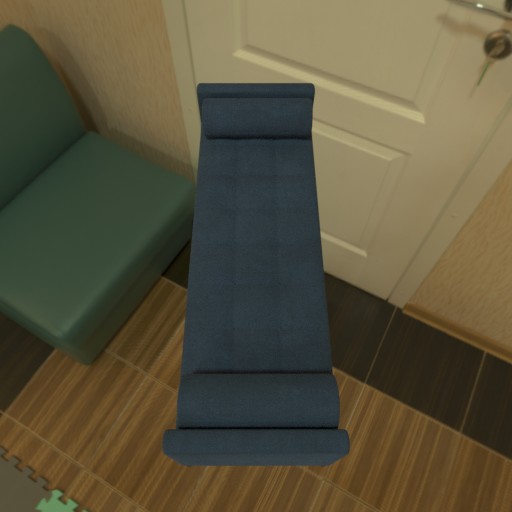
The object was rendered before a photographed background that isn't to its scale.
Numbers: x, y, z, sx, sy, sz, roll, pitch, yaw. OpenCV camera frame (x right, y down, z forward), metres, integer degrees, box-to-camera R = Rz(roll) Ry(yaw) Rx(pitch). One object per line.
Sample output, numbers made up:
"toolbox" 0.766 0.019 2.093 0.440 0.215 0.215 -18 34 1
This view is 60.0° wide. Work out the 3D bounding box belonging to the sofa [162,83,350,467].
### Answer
"sofa" 0.000 0.000 2.340 0.686 0.635 1.981 0 60 0
